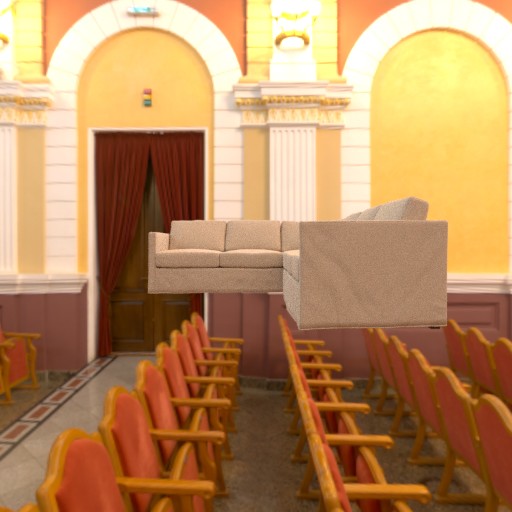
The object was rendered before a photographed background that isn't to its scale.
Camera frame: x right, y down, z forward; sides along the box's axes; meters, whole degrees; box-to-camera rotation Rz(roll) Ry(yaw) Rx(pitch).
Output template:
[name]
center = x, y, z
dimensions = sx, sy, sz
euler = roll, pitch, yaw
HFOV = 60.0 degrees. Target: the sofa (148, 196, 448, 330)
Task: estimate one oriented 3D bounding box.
[sofa]
center = 0.000, 0.000, 4.337
dimensions = 2.432, 0.871, 3.182
euler = 0, 1, 1
